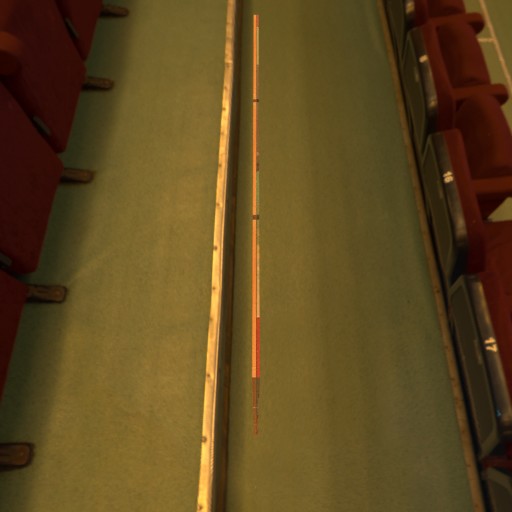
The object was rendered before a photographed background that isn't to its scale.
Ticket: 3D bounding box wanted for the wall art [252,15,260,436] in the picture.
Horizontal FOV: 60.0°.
[{"bbox_3d":[0.000,0.000,1.321,0.012,0.910,0.911,0,62,0],"label":"wall art"}]
